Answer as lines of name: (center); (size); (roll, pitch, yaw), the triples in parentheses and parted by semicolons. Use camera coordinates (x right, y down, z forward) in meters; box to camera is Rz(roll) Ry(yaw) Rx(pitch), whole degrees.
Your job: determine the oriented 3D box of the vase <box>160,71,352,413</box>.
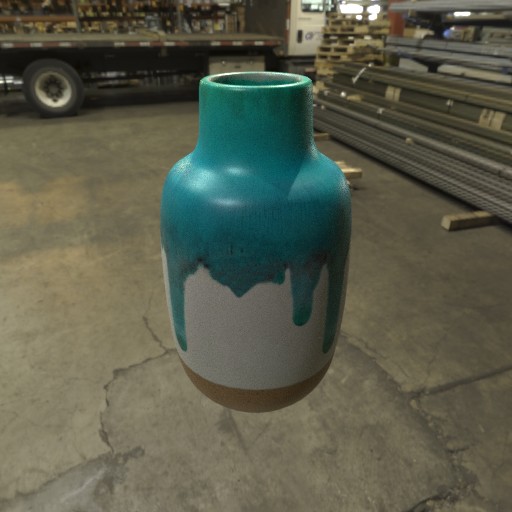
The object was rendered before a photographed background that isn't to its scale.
vase: (0.000, 0.000, 0.255); (0.106, 0.192, 0.106); (0, 29, 0)
